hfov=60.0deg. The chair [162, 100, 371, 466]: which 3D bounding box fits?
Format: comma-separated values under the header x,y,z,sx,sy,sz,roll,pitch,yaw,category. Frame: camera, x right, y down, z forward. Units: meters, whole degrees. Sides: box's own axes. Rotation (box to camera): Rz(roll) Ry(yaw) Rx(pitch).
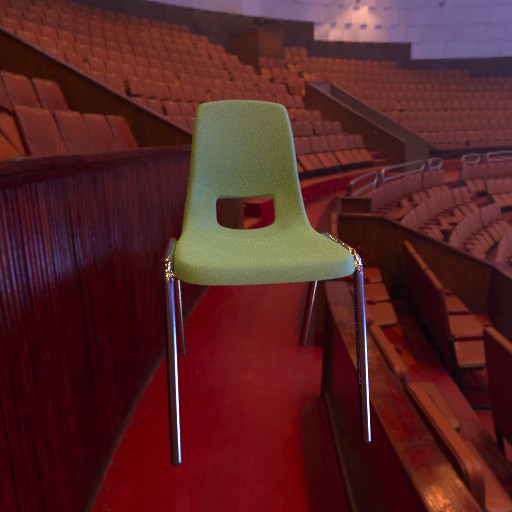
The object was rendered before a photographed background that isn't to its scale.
x,y,z,sx,sy,sz,roll,pitch,yaw,category
0.000,0.000,0.941,0.381,0.653,0.436,-3,16,-9,chair
